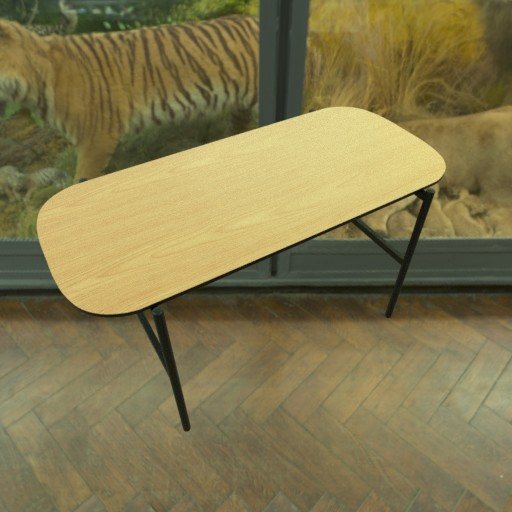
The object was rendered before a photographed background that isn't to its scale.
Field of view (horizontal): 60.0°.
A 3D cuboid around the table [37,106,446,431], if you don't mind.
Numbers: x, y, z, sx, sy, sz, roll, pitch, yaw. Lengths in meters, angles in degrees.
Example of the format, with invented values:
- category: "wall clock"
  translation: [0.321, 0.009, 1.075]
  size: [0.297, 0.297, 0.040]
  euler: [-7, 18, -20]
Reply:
- category: "table"
  translation: [0.000, 0.000, 1.009]
  size: [0.800, 0.400, 0.400]
  euler: [-23, 49, -22]
